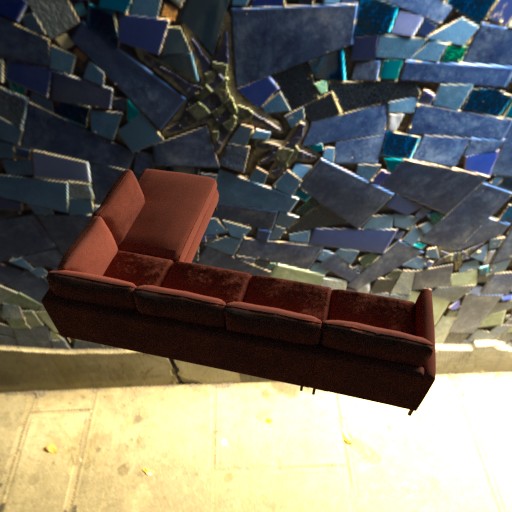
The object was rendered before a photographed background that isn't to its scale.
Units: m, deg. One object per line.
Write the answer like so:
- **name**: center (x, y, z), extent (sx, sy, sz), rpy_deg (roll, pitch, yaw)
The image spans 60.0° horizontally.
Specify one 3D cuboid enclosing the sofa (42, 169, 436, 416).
- **sofa**: center (0.000, 0.000, 3.654), extent (2.736, 0.757, 1.879), rpy_deg (9, 47, 9)
